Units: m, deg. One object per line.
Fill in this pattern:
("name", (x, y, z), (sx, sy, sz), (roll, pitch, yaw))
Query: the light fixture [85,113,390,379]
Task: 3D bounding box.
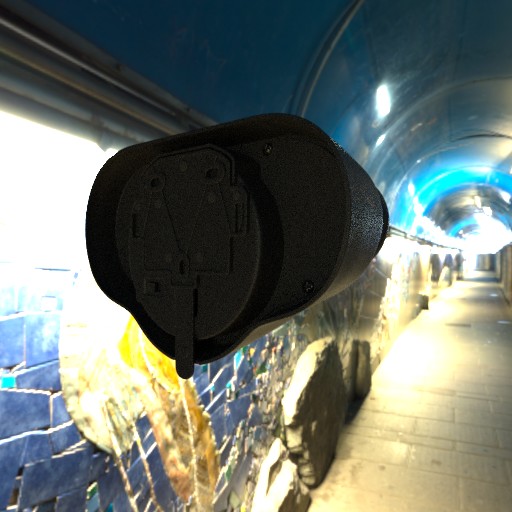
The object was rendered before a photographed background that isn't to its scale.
("light fixture", (0.000, 0.000, 0.347), (0.229, 0.159, 0.159), (0, -1, 37))
